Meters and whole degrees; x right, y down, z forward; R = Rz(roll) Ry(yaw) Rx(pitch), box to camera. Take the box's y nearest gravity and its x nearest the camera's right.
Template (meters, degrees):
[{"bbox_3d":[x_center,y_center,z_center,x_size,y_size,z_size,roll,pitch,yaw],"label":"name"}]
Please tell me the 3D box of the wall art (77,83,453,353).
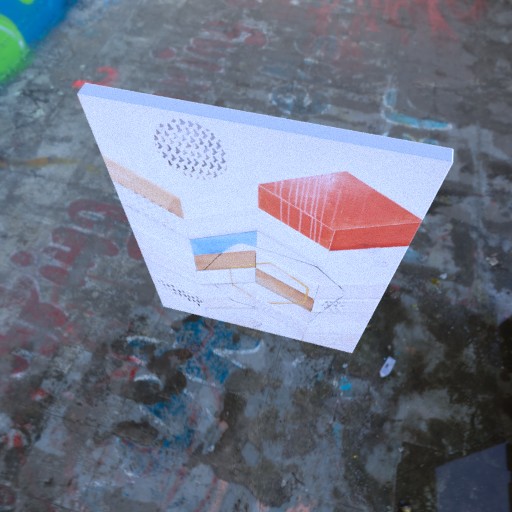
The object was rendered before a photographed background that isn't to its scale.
[{"bbox_3d":[0.000,0.000,1.571,0.914,1.221,0.046,13,59,8],"label":"wall art"}]
